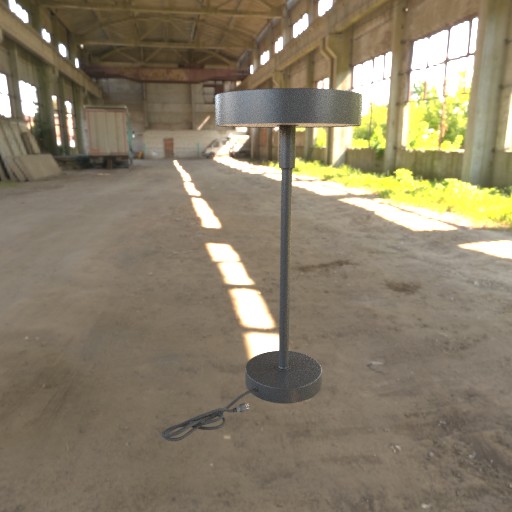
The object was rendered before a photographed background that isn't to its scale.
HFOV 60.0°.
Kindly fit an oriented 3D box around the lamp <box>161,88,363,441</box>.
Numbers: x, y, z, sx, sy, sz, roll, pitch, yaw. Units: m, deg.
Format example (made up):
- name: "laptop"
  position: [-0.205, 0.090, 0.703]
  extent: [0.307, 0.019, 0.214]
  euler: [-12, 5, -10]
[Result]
- name: "lamp"
  position: [0.000, 0.000, 0.708]
  extent: [0.369, 0.508, 0.229]
  euler: [-14, 20, -43]
